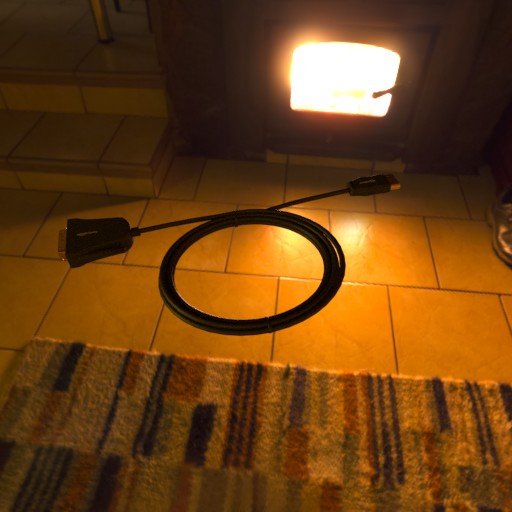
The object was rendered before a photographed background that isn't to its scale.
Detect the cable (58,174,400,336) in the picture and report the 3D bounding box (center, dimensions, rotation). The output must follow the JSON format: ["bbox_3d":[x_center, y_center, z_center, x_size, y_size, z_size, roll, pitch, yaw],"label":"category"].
[{"bbox_3d":[0.000,0.000,0.327,0.281,0.015,0.136,-10,48,-9],"label":"cable"}]
